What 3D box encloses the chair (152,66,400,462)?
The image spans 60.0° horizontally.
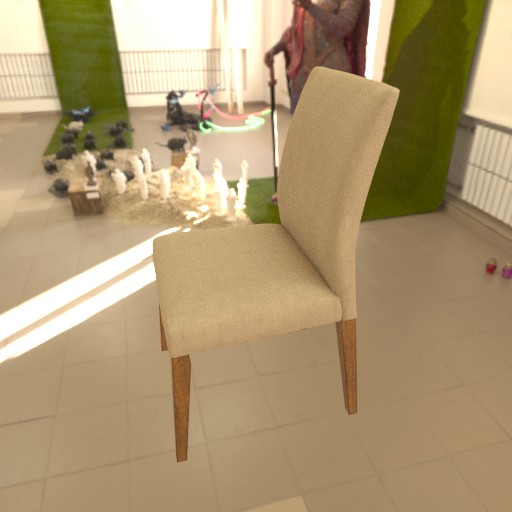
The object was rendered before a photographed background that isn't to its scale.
[{"bbox_3d":[0.000,0.000,1.258,0.585,0.940,0.496,-8,30,-13],"label":"chair"}]
